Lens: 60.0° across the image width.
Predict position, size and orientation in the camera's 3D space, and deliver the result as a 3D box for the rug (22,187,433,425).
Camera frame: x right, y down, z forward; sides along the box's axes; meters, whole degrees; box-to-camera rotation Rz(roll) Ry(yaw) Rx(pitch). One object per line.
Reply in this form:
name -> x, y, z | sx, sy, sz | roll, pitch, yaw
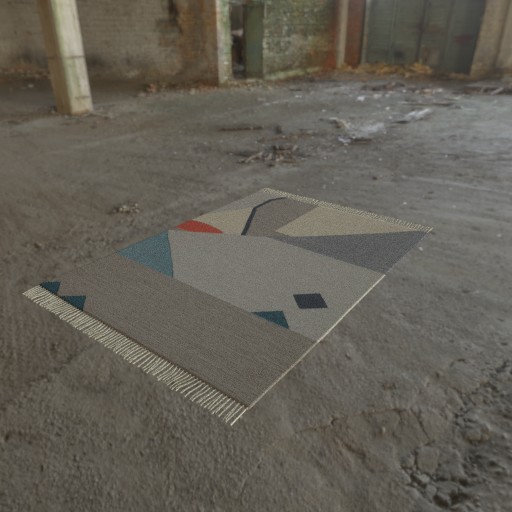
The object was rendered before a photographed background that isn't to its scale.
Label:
rug -> 0.000, 0.000, 2.268 | 1.220, 0.005, 1.828 | 19, 33, 33
